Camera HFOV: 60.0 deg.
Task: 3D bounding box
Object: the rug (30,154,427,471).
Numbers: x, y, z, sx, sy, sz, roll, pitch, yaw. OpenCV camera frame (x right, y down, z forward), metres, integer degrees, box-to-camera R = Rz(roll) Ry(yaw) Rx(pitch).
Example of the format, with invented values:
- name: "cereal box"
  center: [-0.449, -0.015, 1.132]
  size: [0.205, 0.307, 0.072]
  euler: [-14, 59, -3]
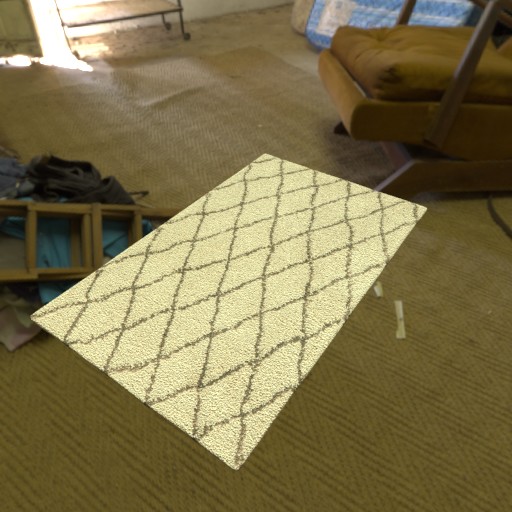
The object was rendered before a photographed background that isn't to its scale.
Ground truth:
- name: "rug"
  center: [0.000, 0.000, 3.003]
  size: [1.524, 0.030, 2.438]
  euler: [25, 47, 26]
